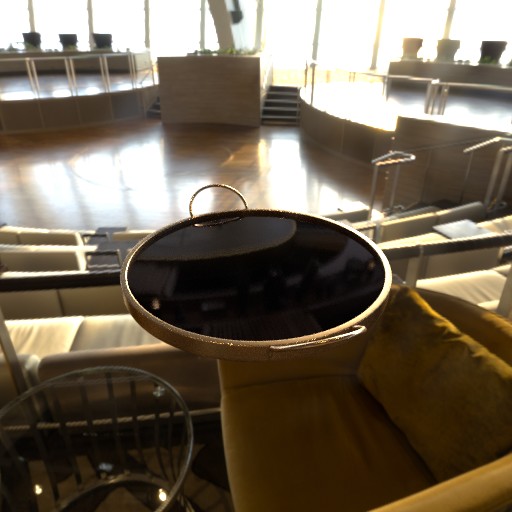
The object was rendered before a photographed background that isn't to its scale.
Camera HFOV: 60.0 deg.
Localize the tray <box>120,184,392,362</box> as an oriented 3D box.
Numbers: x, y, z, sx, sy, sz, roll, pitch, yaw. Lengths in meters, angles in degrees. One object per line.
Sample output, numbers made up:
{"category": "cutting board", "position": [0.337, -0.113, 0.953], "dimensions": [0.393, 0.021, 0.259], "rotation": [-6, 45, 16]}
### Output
{"category": "tray", "position": [0.000, 0.000, 0.737], "dimensions": [0.438, 0.069, 0.543], "rotation": [-10, 30, -18]}
